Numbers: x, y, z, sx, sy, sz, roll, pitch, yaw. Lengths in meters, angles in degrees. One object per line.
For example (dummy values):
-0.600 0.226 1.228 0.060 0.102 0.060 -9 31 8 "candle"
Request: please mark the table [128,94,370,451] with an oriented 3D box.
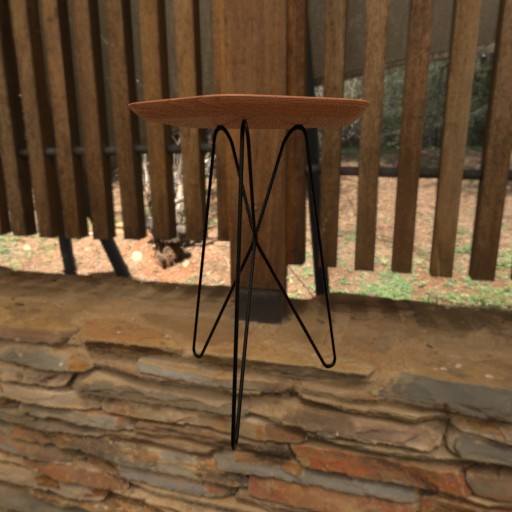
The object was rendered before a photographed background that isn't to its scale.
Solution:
0.000 0.000 0.896 0.400 0.562 0.500 2 14 9 "table"
